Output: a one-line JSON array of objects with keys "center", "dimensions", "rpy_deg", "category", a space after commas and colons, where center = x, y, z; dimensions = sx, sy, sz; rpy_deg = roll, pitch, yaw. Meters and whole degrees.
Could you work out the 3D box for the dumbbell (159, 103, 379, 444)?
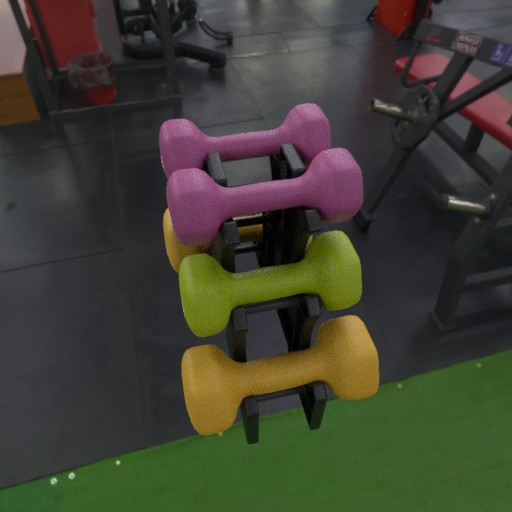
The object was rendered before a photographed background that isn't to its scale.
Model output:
[{"center": [0.000, 0.000, 0.467], "dimensions": [0.190, 0.271, 0.300], "rpy_deg": [-9, 47, -9], "category": "dumbbell"}]
